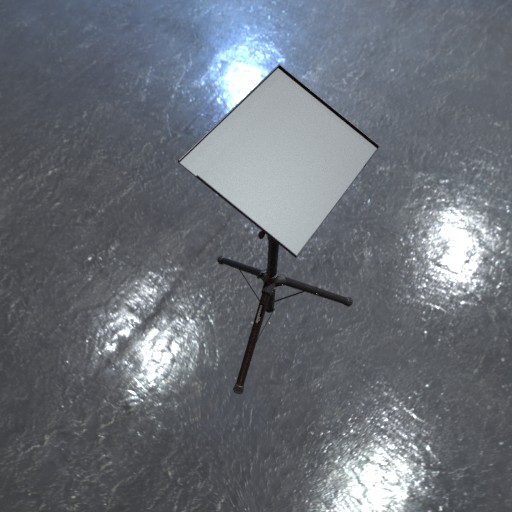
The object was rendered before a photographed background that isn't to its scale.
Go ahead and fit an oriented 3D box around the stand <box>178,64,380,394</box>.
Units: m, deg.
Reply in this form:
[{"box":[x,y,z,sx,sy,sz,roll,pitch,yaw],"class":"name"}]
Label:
[{"box":[0.000,0.000,1.654,0.702,1.198,0.702,31,64,17],"class":"stand"}]
